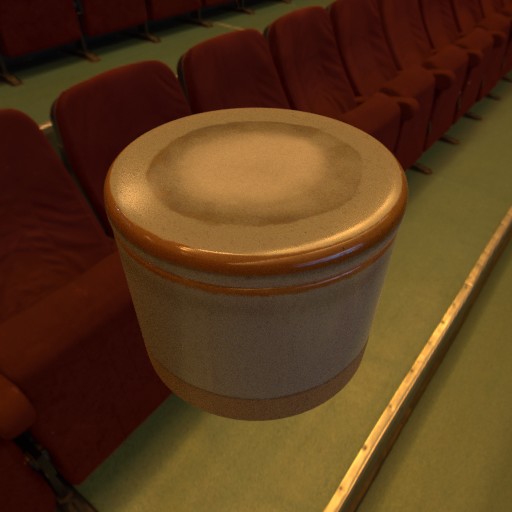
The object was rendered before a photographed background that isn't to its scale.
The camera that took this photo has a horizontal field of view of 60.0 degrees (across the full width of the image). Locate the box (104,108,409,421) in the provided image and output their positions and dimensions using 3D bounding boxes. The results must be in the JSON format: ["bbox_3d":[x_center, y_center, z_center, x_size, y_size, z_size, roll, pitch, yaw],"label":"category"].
[{"bbox_3d":[0.000,0.000,0.213,0.123,0.100,0.123,0,40,0],"label":"box"}]
